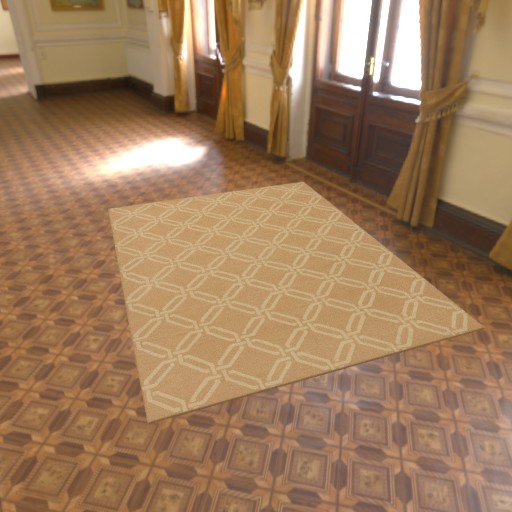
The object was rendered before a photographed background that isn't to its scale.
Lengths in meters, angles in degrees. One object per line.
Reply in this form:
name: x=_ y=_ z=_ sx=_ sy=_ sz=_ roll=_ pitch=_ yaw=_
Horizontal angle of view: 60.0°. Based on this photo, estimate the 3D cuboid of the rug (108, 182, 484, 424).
rug: x=0.000 y=0.000 z=3.868 sx=2.288 sy=0.018 sz=2.895 roll=-11 pitch=32 yaw=-17
